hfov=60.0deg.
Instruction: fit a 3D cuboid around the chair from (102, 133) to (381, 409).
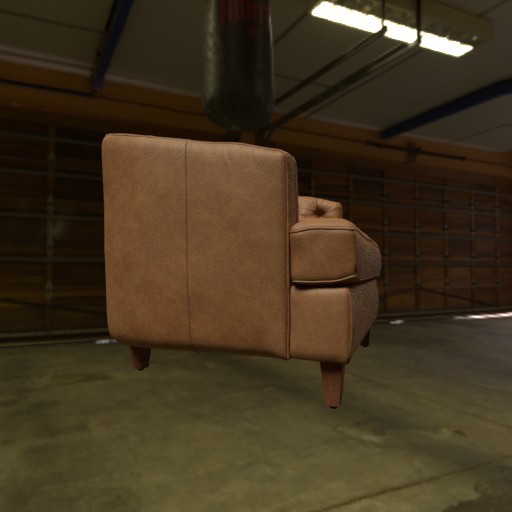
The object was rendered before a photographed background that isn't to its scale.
[{"bbox_3d":[0.000,0.000,1.759,0.911,0.836,1.119,-1,-2,19],"label":"chair"}]
